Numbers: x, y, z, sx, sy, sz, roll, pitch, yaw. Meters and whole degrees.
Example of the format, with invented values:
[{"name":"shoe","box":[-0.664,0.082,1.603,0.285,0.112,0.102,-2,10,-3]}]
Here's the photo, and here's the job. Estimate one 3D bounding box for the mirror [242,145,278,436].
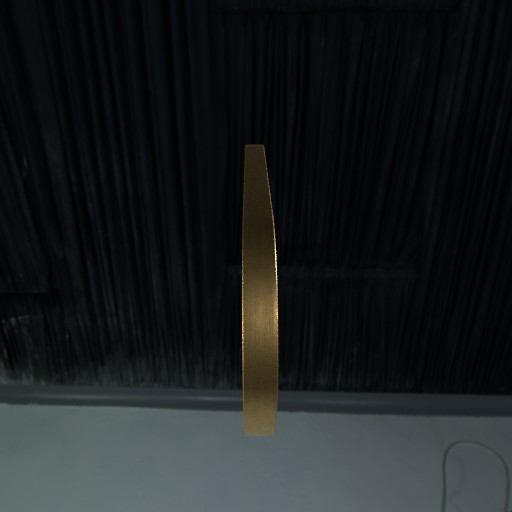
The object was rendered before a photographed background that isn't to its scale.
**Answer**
[{"name":"mirror","box":[0.000,0.000,0.667,0.032,0.254,0.584,0,27,-1]}]
